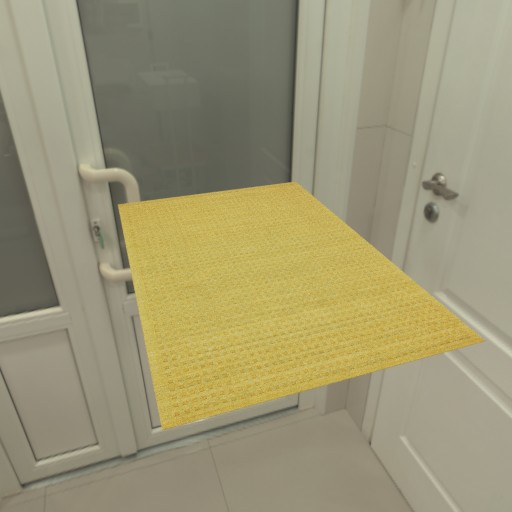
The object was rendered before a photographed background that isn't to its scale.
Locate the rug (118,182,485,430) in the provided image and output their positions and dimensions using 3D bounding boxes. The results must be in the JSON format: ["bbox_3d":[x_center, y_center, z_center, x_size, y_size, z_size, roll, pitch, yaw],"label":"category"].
[{"bbox_3d":[0.000,0.000,3.632,1.981,0.006,2.895,-10,32,-17],"label":"rug"}]
